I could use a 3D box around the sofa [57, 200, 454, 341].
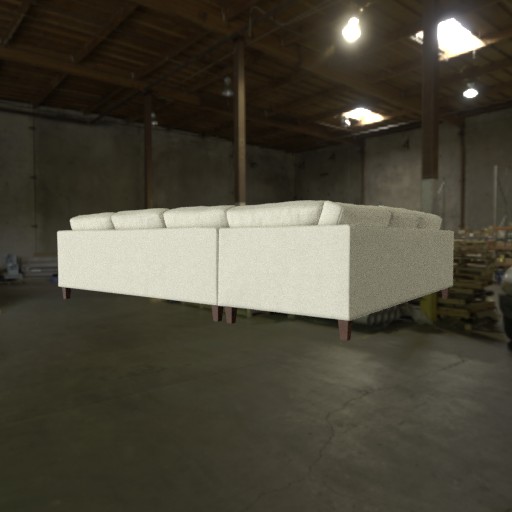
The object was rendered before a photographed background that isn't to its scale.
[{"bbox_3d":[0.000,0.000,4.455,3.182,0.863,2.432,2,3,37],"label":"sofa"}]
